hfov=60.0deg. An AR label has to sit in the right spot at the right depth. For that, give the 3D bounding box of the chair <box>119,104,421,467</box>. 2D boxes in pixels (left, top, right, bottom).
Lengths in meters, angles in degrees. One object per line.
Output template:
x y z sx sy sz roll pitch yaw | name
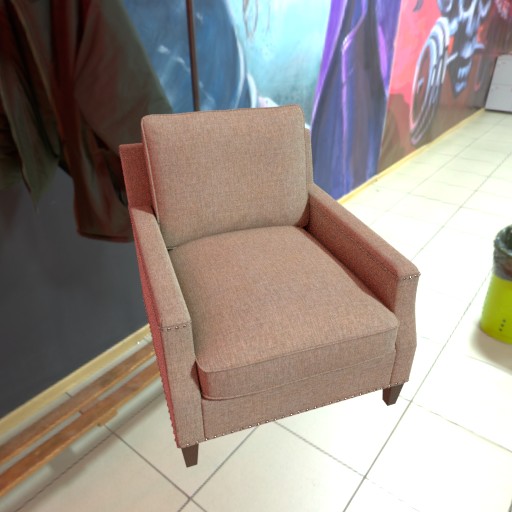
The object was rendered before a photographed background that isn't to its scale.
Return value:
0.000 0.000 1.694 0.853 0.943 1.014 -10 32 -17 | chair
